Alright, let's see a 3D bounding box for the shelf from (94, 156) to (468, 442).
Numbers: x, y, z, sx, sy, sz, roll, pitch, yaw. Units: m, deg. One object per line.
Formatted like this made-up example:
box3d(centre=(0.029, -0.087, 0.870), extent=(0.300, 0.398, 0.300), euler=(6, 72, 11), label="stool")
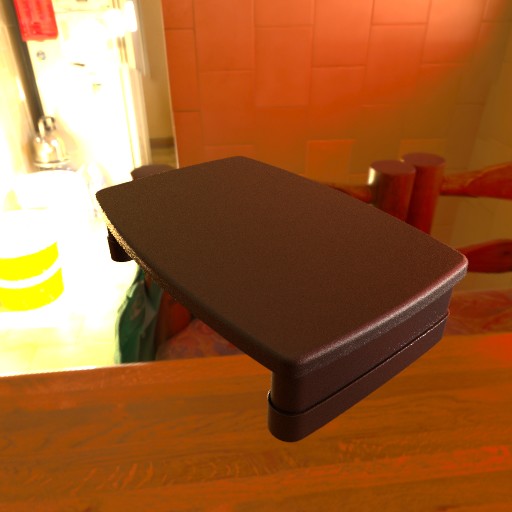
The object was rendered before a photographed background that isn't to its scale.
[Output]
box3d(centre=(0.000, 0.000, 0.534), extent=(0.280, 0.100, 0.410), euler=(-22, 38, -31), label="shelf")
